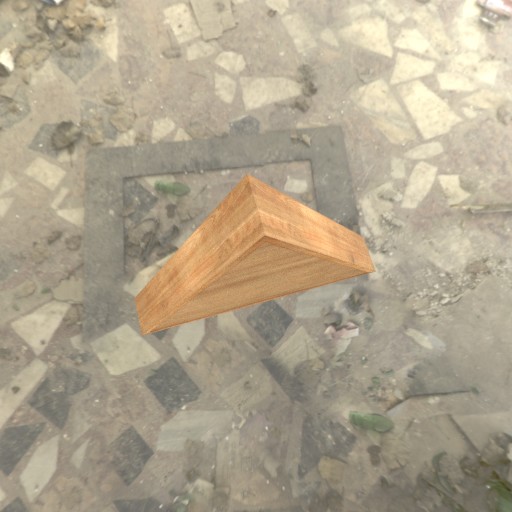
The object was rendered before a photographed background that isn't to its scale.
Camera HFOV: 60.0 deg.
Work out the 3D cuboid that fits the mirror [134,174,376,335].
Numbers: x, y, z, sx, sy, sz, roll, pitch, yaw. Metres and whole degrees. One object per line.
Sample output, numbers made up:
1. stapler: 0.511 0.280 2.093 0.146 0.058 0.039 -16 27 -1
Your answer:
1. mirror: 0.000 0.000 0.901 0.631 0.548 0.100 -15 75 -4
